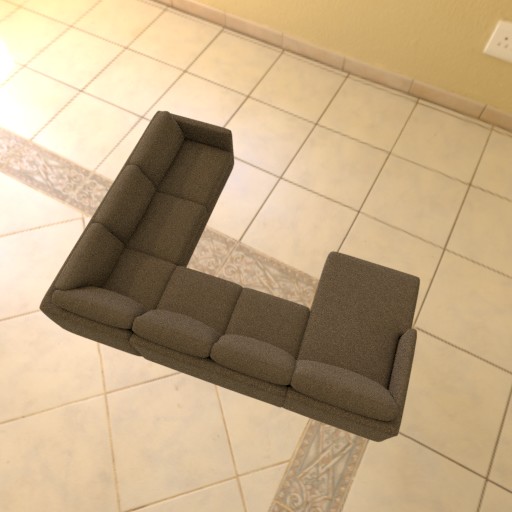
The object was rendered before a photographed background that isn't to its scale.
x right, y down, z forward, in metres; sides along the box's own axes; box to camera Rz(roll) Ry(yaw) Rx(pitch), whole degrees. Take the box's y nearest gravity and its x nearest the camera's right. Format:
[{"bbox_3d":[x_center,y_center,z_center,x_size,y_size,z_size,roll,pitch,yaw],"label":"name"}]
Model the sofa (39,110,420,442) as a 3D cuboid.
[{"bbox_3d":[0.000,0.000,4.438,3.238,0.853,2.551,17,64,9],"label":"sofa"}]
